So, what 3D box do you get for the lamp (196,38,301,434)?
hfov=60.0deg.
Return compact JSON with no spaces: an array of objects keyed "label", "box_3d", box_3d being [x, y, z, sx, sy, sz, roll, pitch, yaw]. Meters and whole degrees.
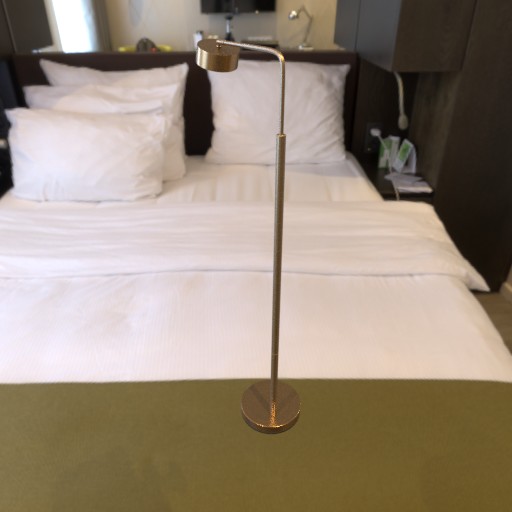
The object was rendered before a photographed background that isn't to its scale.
[{"label":"lamp","box_3d":[0.000,0.000,1.414,0.219,1.230,0.418,-18,35,-28]}]
